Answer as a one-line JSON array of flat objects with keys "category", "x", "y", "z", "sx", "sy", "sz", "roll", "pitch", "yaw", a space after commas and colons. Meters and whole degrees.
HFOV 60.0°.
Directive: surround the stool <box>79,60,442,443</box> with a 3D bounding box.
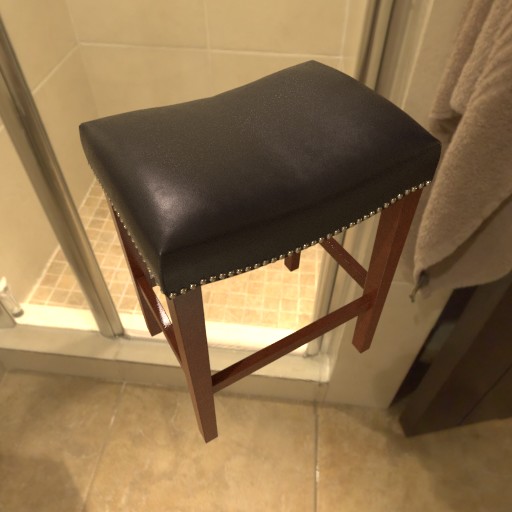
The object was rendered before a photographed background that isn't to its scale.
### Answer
[{"category": "stool", "x": 0.000, "y": 0.000, "z": 0.951, "sx": 0.504, "sy": 0.654, "sz": 0.372, "roll": -24, "pitch": 52, "yaw": -20}]
